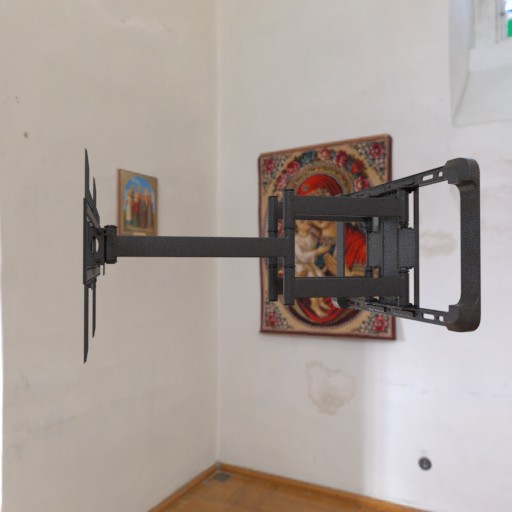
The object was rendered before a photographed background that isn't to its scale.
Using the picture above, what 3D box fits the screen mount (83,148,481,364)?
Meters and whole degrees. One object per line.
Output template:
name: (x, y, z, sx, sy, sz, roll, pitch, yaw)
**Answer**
screen mount: (0.000, 0.000, 1.275, 0.905, 0.483, 0.725, 0, -1, -17)
